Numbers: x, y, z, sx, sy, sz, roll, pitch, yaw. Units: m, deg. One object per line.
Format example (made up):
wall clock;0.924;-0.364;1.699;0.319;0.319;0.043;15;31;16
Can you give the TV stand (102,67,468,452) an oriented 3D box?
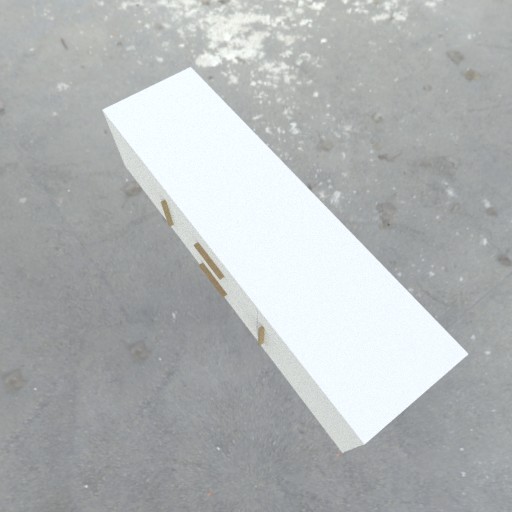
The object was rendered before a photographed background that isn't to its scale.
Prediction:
TV stand;0.000;0.000;1.653;0.401;0.560;1.398;-33;67;-16
